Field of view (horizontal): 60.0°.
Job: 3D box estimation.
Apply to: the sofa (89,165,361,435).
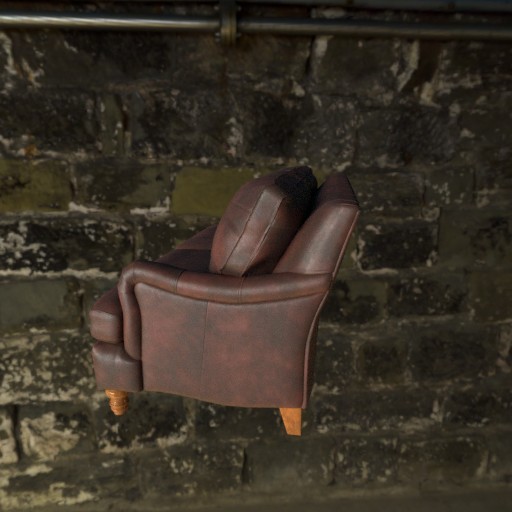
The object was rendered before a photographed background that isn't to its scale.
[{"bbox_3d":[0.000,0.000,2.796,1.147,1.071,2.144,2,14,9],"label":"sofa"}]
